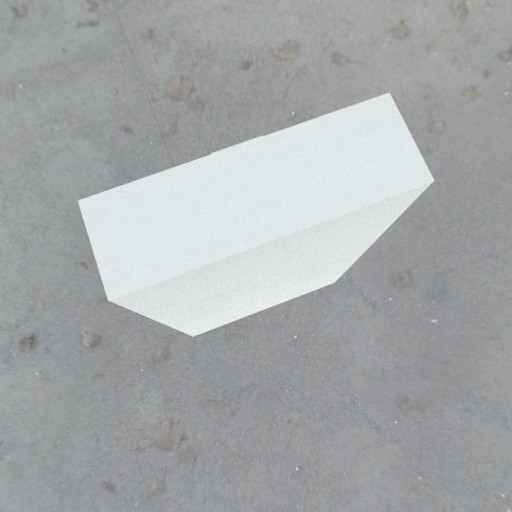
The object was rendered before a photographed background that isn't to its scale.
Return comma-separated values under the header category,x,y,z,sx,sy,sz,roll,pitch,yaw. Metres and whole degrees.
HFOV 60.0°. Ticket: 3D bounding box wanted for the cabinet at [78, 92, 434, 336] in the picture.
category,x,y,z,sx,sy,sz,roll,pitch,yaw
cabinet,0.000,0.000,1.598,0.750,1.280,0.250,-20,77,-5
